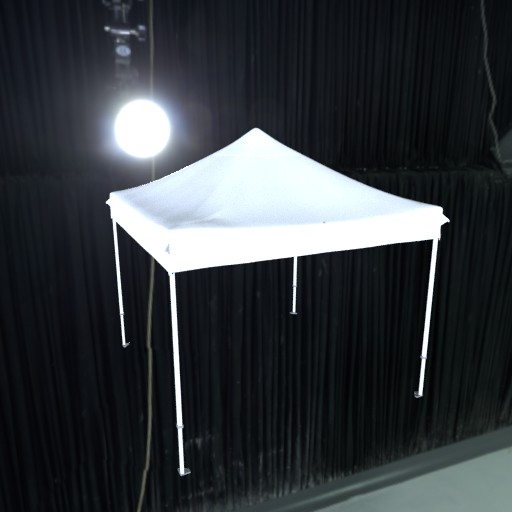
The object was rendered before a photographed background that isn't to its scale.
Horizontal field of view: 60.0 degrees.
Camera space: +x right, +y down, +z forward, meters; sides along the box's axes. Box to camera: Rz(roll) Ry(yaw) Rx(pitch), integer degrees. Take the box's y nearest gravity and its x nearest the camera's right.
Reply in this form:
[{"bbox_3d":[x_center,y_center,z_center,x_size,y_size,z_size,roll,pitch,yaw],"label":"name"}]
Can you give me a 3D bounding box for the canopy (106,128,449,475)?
[{"bbox_3d":[0.000,0.000,5.398,2.994,2.998,2.996,-7,16,-25],"label":"canopy"}]
